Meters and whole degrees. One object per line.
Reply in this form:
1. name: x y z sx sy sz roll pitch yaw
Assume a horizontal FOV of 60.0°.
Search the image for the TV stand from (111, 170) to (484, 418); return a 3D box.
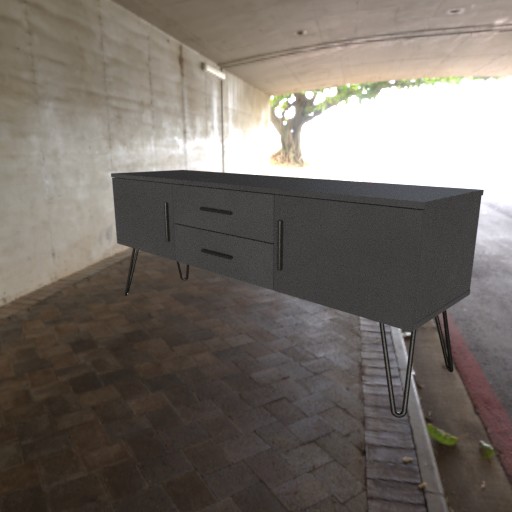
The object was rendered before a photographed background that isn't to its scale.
1. TV stand: 0.000 0.000 1.650 1.400 0.560 0.400 13 19 43
